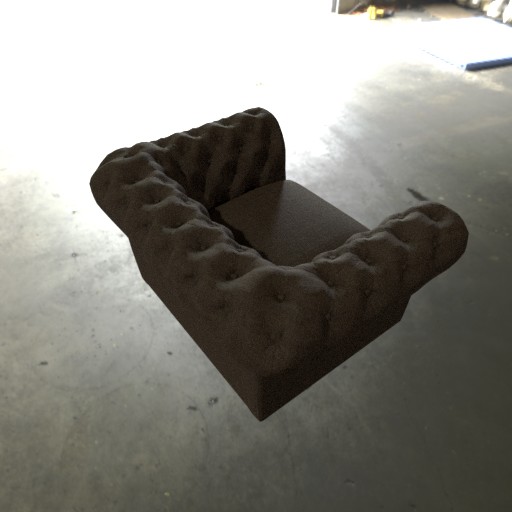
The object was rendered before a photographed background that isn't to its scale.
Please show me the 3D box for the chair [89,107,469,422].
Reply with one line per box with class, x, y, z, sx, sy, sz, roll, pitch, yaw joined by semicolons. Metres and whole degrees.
chair;0.000;0.000;1.909;0.945;0.780;1.298;-27;48;-27
